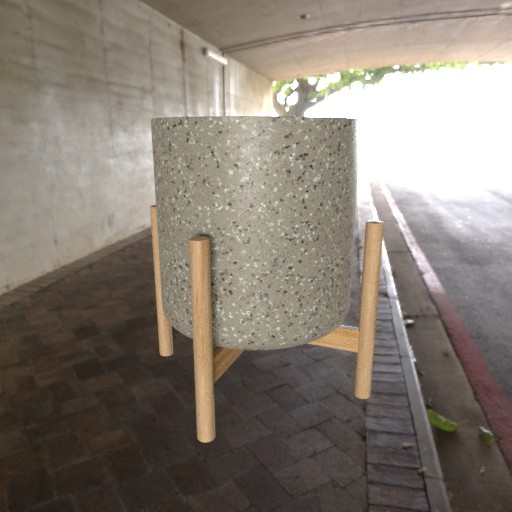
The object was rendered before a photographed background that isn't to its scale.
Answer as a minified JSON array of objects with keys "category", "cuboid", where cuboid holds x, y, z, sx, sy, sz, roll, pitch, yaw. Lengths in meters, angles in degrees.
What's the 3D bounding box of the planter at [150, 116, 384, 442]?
[{"category":"planter","cuboid":[0.000,0.000,0.711,0.360,0.419,0.360,15,22,42]}]
